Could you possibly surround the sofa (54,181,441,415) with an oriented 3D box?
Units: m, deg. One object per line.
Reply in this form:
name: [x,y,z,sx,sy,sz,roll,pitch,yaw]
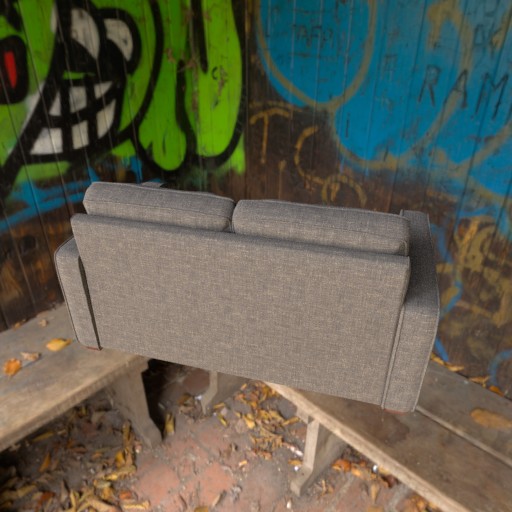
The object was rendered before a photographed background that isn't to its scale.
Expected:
sofa: [0.000,0.000,2.291,1.709,0.918,0.947,8,32,13]
